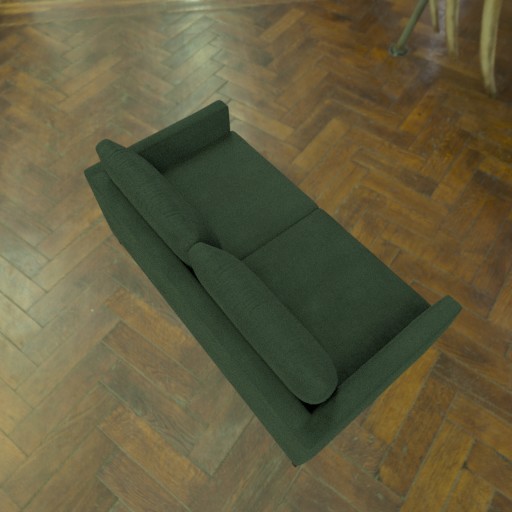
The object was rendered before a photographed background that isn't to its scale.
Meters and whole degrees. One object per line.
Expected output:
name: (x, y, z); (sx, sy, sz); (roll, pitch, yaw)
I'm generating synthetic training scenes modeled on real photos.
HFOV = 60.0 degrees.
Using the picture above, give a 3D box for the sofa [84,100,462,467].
sofa: (0.000, 0.000, 2.162); (0.875, 0.817, 1.676); (-34, 64, -20)
